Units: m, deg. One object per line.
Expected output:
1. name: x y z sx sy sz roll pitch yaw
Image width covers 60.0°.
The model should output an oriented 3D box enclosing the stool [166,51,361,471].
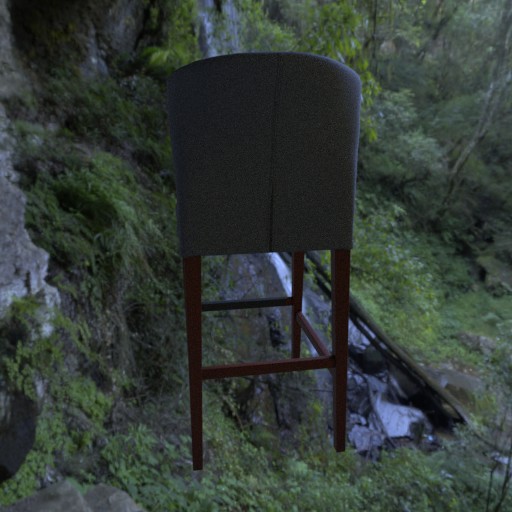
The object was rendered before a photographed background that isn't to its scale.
1. stool: 0.000 0.000 1.353 0.481 1.069 0.568 -3 16 -10
